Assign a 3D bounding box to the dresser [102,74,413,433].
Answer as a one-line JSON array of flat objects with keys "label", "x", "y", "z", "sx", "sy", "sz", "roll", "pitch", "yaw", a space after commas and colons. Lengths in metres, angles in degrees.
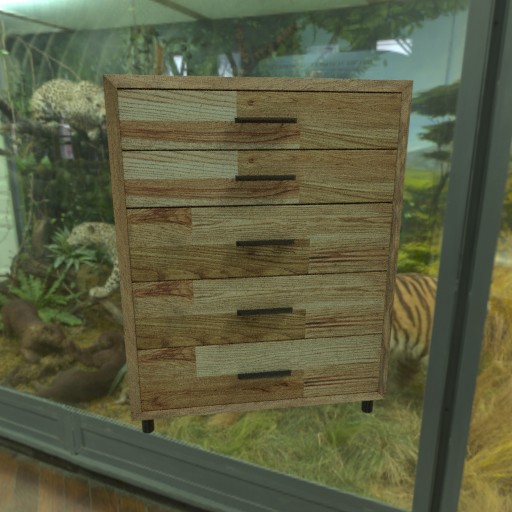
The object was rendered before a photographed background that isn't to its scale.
[{"label": "dresser", "x": 0.000, "y": 0.000, "z": 1.714, "sx": 0.966, "sy": 1.243, "sz": 0.480, "roll": -2, "pitch": 15, "yaw": -8}]
